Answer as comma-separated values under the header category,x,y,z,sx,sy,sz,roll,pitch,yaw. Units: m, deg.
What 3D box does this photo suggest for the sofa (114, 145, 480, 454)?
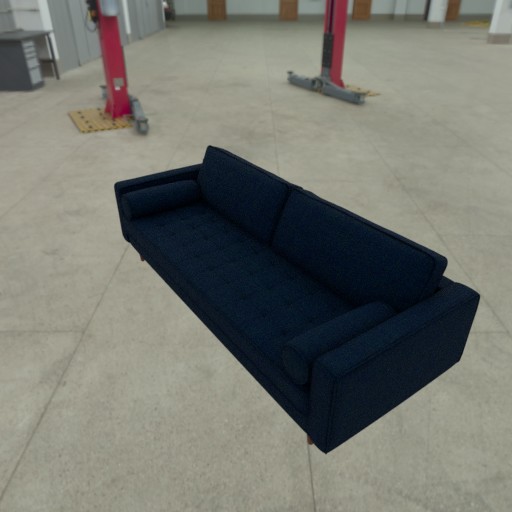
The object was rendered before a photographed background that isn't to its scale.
category,x,y,z,sx,sy,sz,roll,pitch,yaw
sofa,0.000,0.000,2.600,0.914,0.762,2.210,-20,36,-29
